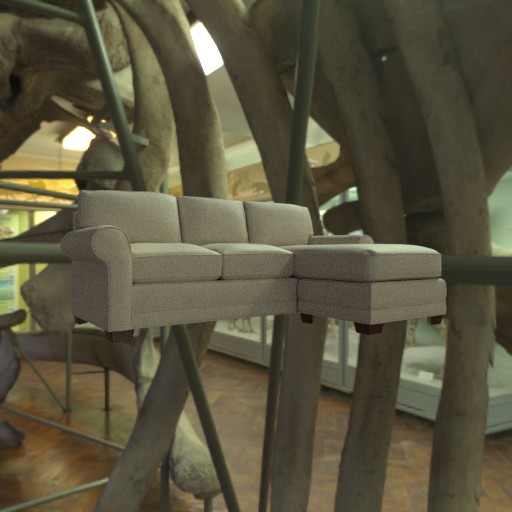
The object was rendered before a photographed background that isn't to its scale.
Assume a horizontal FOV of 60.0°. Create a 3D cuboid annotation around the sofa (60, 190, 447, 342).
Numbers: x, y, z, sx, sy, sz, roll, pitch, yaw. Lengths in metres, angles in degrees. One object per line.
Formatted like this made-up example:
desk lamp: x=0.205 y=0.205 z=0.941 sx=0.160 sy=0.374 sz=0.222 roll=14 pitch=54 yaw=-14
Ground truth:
sofa: x=0.000 y=0.000 z=2.398 sx=1.770 sy=0.734 sz=1.226 roll=0 pitch=0 yaw=-35
